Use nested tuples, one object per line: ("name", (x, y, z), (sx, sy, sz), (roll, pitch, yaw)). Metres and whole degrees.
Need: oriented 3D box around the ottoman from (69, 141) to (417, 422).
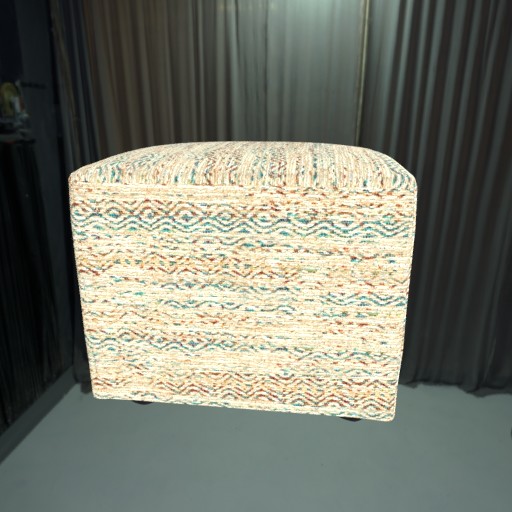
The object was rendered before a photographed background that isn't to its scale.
("ottoman", (0.000, 0.000, 0.914), (0.521, 0.453, 0.512), (2, 18, 7))
